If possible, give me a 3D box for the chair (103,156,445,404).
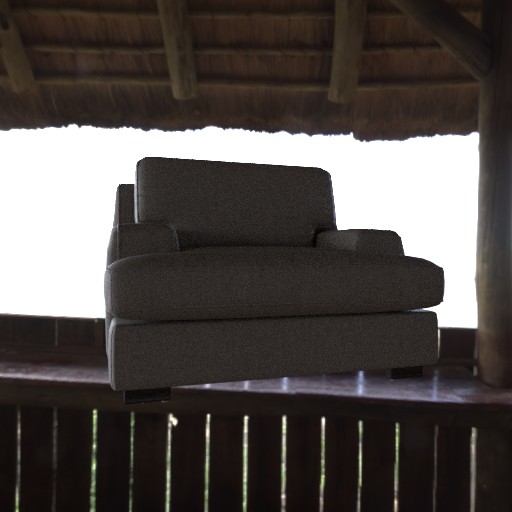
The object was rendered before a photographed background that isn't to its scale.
[{"bbox_3d":[0.000,0.000,1.981,1.270,0.974,1.043,0,0,-17],"label":"chair"}]
